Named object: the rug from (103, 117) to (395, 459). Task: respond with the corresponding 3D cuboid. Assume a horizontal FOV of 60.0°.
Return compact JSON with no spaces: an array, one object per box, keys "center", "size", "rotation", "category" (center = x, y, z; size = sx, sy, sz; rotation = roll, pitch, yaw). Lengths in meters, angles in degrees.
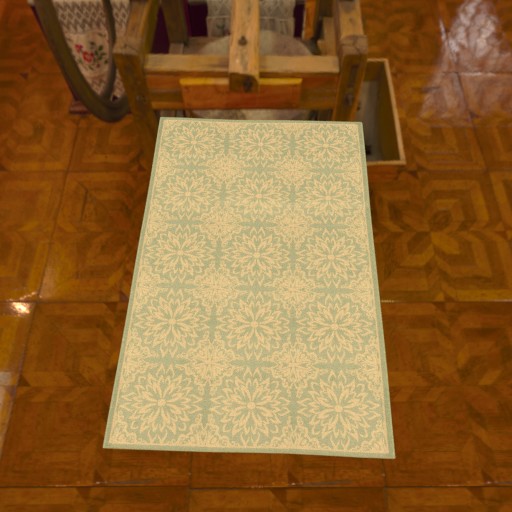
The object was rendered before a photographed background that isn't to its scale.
[{"center":[0.000,0.000,3.366],"size":[1.819,0.018,2.746],"rotation":[2,63,1],"category":"rug"}]
